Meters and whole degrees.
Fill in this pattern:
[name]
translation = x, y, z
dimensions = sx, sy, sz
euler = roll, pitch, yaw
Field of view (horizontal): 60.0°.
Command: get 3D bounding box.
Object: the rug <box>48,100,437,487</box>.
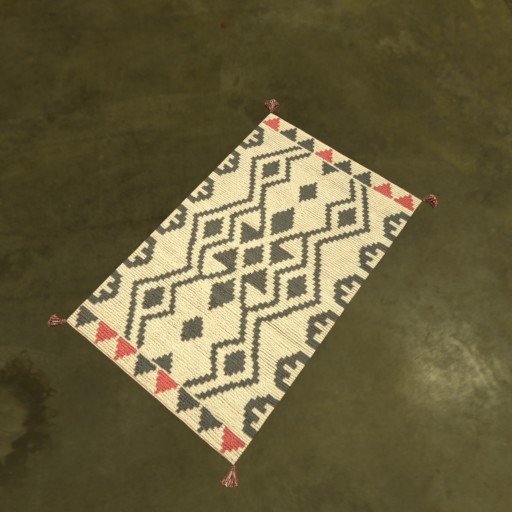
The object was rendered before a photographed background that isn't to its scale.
[rug]
translation = 0.000, 0.000, 3.335
dimensions = 1.741, 0.066, 2.672
euler = 35, 69, 15
